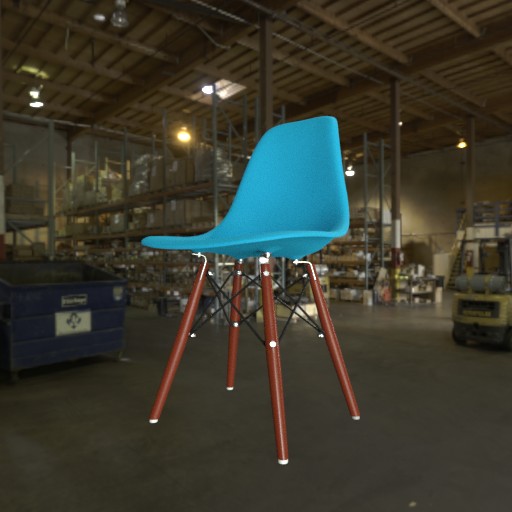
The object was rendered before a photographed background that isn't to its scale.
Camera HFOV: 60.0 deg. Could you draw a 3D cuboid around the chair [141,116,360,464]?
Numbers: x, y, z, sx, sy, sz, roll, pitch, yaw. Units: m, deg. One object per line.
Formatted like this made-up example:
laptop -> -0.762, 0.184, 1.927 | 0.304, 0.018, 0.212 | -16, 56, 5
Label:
chair -> 0.000, 0.000, 1.139 | 0.470, 0.826, 0.533 | 0, 0, 35
